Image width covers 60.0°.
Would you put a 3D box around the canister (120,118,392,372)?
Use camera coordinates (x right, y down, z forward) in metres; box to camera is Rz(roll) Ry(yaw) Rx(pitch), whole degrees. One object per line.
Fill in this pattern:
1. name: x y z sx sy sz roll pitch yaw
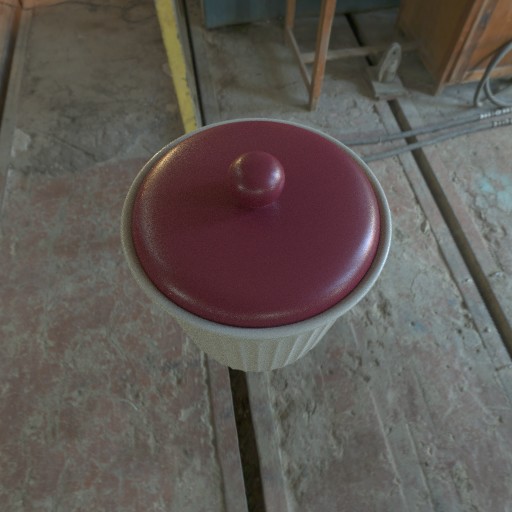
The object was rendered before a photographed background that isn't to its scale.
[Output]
1. canister: 0.000 0.000 0.349 0.181 0.211 0.181 0 59 0
